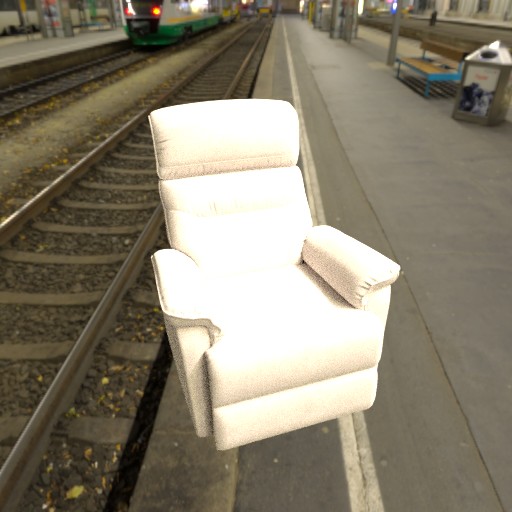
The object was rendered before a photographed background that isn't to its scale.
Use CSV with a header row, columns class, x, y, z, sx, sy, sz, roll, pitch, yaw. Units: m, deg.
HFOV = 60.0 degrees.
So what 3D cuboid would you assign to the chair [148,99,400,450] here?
class,x,y,z,sx,sy,sz,roll,pitch,yaw
chair,0.000,0.000,1.755,0.820,1.039,1.001,-9,31,-16
